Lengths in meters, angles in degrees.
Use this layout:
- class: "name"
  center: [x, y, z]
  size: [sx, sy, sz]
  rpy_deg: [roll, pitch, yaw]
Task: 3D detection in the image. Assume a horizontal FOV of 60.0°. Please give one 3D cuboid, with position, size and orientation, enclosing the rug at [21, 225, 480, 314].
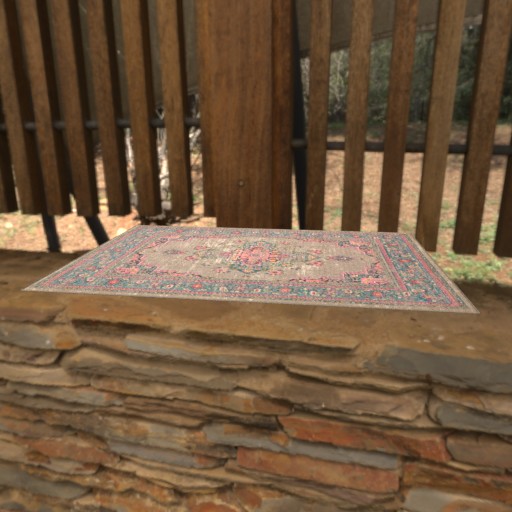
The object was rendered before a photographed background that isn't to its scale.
- class: "rug"
  center: [0.000, 0.000, 3.705]
  size: [2.890, 0.013, 2.005]
  rpy_deg: [2, 17, 7]
